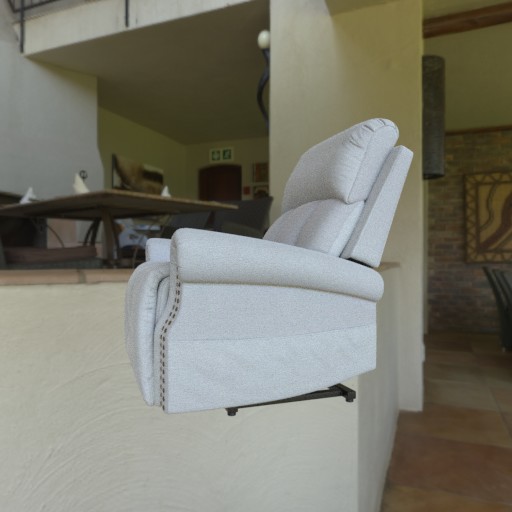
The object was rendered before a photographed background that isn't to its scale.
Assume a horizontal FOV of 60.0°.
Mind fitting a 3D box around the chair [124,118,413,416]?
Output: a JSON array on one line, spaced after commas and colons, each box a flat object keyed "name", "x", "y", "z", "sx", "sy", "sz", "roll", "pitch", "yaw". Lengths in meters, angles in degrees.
[{"name": "chair", "x": 0.000, "y": 0.000, "z": 1.748, "sx": 0.979, "sy": 1.031, "sz": 0.871, "roll": 0, "pitch": 0, "yaw": -20}]
